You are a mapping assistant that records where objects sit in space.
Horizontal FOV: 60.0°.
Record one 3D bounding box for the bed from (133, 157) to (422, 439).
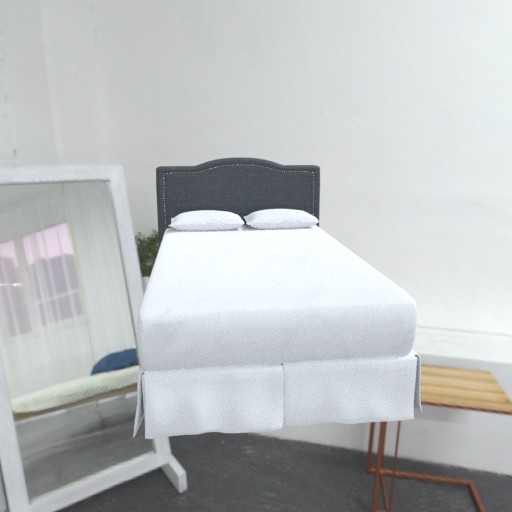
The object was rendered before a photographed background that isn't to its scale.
[{"bbox_3d":[0.000,0.000,3.561,1.747,1.441,2.507,-2,15,-7],"label":"bed"}]
